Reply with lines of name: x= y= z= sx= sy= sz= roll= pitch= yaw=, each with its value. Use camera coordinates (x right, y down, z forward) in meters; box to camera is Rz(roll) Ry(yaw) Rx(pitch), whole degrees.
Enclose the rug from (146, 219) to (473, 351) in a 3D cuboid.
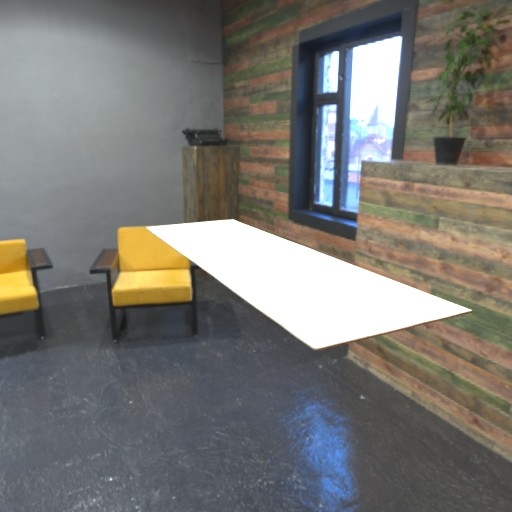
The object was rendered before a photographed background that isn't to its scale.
rug: x=0.000 y=0.000 z=2.732 sx=0.793 sy=0.014 sz=2.450 roll=-7 pitch=16 yaw=-26
